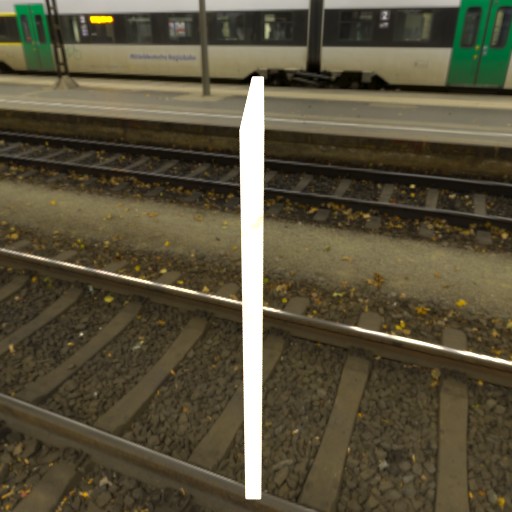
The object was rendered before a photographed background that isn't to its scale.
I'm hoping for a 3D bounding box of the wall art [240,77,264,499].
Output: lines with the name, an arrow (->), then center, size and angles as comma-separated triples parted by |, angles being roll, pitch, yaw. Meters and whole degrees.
wall art -> 0.000, 0.000, 1.283 | 0.038, 0.889, 0.889 | 0, 27, 1
